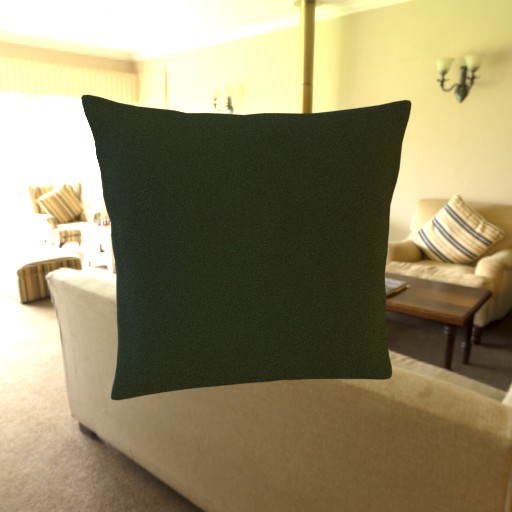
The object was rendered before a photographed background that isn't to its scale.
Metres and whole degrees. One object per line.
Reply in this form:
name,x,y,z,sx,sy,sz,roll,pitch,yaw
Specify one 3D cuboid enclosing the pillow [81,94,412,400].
pillow,0.000,0.000,0.753,0.523,0.510,0.166,-2,14,-7
